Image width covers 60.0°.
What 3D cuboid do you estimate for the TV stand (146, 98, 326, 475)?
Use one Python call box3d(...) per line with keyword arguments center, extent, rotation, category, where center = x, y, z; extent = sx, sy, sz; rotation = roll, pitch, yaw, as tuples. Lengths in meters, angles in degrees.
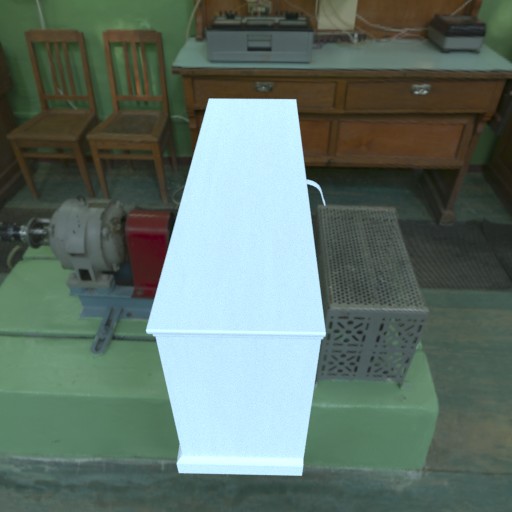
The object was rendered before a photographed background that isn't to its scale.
box3d(center=(0.000, 0.000, 1.500), extent=(0.424, 0.624, 1.187), rotation=(1, 40, 1), category="TV stand")
